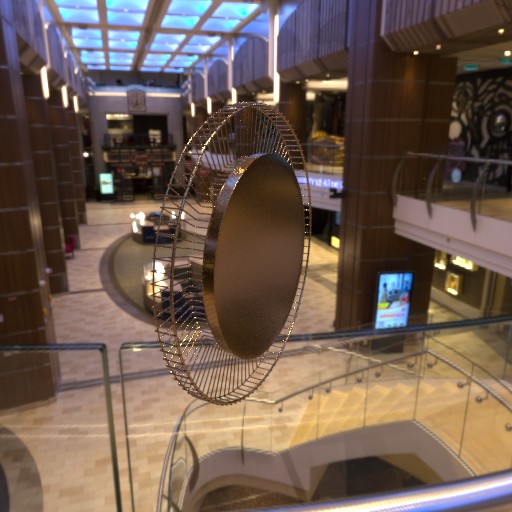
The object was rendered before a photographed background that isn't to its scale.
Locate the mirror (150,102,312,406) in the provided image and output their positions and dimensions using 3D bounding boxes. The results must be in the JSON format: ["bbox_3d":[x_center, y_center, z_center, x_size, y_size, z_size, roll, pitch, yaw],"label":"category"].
[{"bbox_3d":[0.000,0.000,1.074,0.067,0.703,0.703,8,18,26],"label":"mirror"}]
